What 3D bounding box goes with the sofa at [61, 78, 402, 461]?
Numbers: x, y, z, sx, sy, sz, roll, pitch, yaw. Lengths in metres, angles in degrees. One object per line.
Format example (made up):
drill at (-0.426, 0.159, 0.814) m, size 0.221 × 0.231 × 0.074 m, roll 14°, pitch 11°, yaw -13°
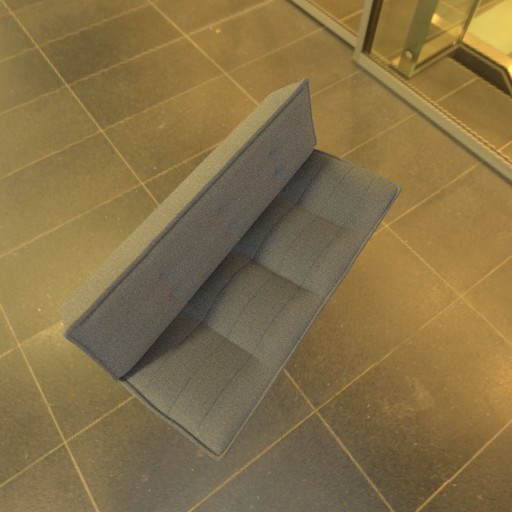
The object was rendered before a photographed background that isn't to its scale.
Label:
sofa at (0.000, 0.000, 2.505) m, size 0.950 × 0.890 × 1.940 m, roll 31°, pitch 64°, yaw 17°
